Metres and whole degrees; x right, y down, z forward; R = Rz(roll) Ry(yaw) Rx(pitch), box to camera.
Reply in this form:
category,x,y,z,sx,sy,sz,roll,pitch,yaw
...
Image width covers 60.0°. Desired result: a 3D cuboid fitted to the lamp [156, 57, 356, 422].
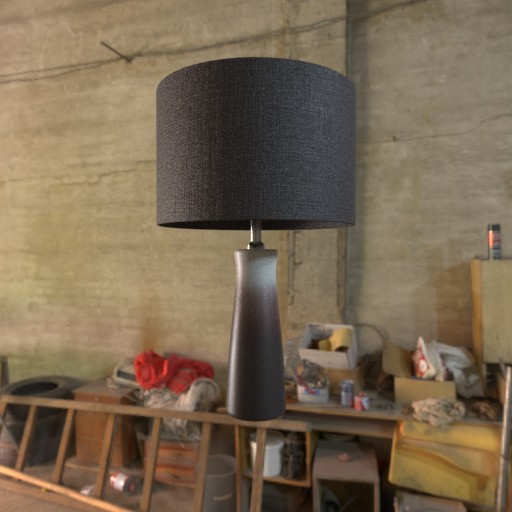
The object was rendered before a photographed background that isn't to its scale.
category,x,y,z,sx,sy,sz,roll,pitch,yaw
lamp,0.000,0.000,0.692,0.303,0.488,0.303,0,1,0
